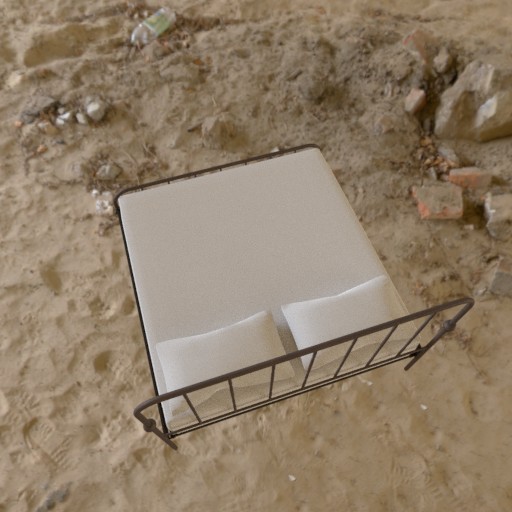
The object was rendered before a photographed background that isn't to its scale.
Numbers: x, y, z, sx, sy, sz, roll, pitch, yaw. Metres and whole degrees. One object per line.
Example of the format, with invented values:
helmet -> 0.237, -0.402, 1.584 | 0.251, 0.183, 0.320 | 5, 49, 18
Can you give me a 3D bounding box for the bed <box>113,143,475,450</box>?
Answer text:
bed -> 0.000, 0.000, 3.429 | 2.044, 1.446, 2.134 | -16, 61, -9
